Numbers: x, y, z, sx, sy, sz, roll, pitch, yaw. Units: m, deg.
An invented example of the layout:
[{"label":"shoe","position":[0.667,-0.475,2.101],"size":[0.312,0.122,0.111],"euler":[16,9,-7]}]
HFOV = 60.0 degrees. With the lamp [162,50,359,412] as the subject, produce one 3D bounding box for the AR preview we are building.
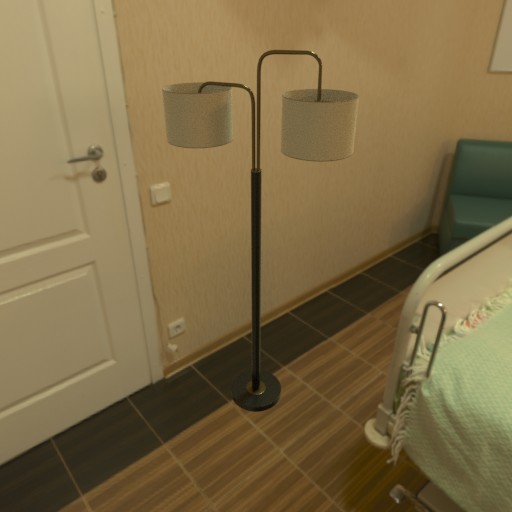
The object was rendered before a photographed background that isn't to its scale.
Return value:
[{"label":"lamp","position":[0.000,0.000,1.871],"size":[0.711,1.587,0.254],"euler":[10,31,18]}]
